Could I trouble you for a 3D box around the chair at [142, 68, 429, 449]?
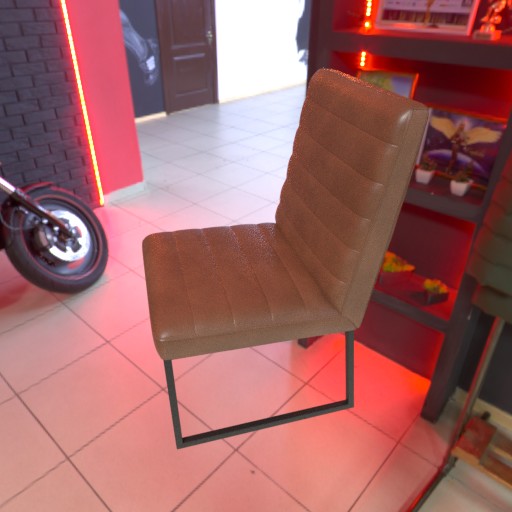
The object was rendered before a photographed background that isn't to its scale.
[{"bbox_3d":[0.000,0.000,1.282,0.634,0.930,0.520,-8,33,-13],"label":"chair"}]
